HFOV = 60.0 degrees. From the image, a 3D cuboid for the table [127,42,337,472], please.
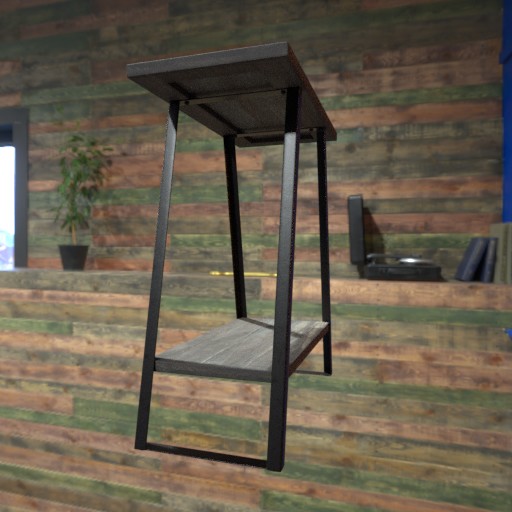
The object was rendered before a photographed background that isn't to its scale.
[{"bbox_3d":[0.000,0.000,1.046,0.300,0.701,0.599,0,1,18],"label":"table"}]
